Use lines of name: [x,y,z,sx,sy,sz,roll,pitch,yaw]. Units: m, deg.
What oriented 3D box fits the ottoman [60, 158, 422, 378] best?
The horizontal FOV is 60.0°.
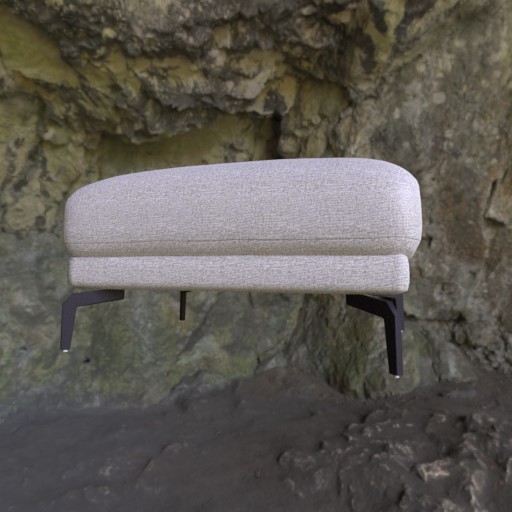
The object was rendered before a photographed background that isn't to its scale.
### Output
ottoman: [0.000,0.000,1.111,0.772,0.420,0.568,0,-1,19]
